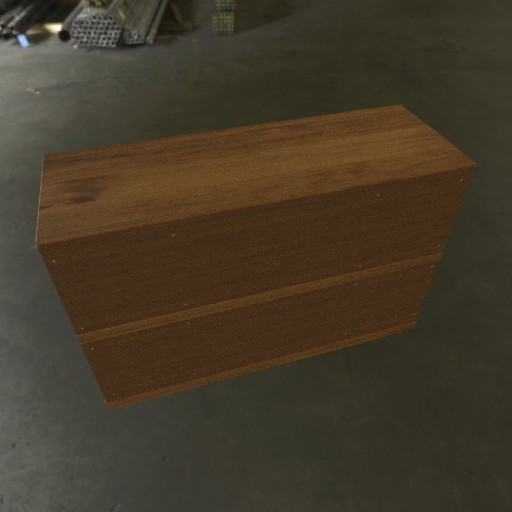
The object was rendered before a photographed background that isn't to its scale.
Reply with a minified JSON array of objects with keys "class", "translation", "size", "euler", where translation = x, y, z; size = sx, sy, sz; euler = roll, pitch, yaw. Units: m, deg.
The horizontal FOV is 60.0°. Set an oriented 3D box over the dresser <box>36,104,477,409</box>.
[{"class":"dresser","translation":[0.000,0.000,1.646],"size":[1.261,0.825,0.479],"euler":[-12,44,-13]}]
